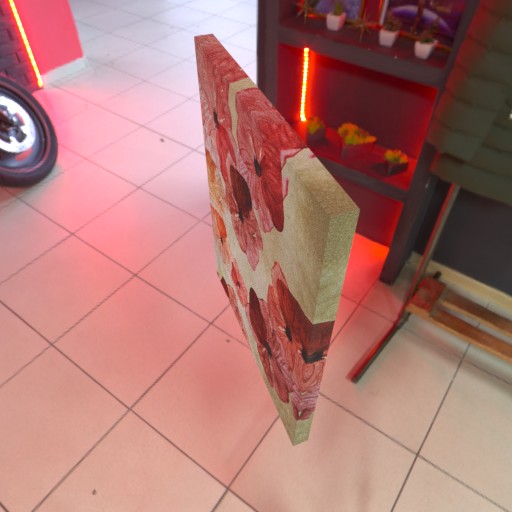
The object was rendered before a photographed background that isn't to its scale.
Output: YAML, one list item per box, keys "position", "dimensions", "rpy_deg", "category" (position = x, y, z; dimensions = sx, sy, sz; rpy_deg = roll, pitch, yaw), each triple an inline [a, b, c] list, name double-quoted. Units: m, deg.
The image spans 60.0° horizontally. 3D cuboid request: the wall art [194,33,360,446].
- position: [0.000, 0.000, 0.680]
  dimensions: [0.028, 0.508, 0.406]
  rpy_deg: [-16, 49, -14]
  category: "wall art"
